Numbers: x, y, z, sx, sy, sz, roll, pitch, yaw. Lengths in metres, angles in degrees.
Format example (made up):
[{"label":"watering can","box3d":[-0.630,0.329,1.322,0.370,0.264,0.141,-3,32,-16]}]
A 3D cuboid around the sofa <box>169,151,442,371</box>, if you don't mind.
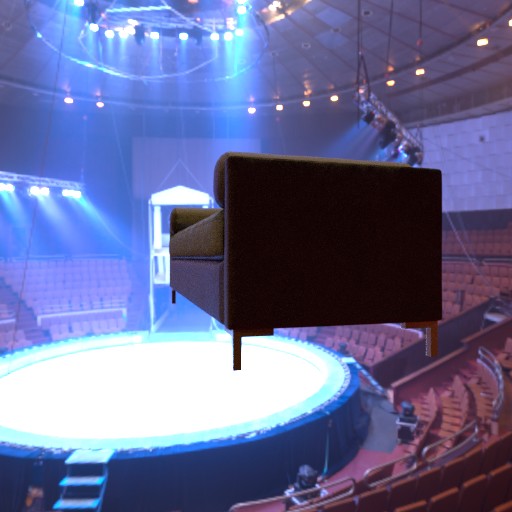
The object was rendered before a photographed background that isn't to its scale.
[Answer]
[{"label":"sofa","box3d":[0.000,0.000,2.435,0.796,0.705,2.102,0,0,-16]}]
